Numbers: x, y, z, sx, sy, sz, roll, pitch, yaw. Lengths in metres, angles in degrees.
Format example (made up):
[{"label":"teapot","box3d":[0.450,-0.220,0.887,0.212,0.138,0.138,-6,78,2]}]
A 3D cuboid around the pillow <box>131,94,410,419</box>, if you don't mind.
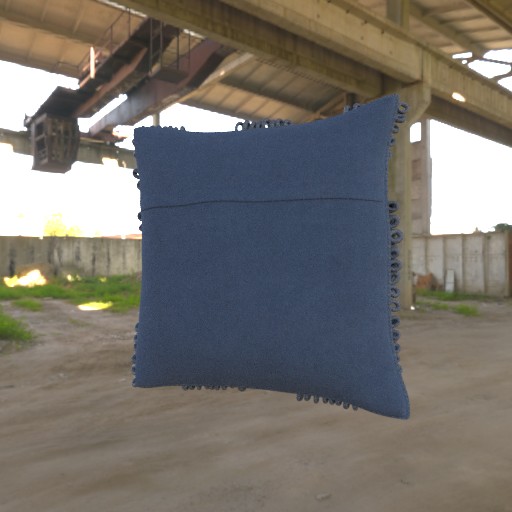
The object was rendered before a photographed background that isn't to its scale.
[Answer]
[{"label":"pillow","box3d":[0.000,0.000,0.716,0.469,0.466,0.172,0,0,19]}]
